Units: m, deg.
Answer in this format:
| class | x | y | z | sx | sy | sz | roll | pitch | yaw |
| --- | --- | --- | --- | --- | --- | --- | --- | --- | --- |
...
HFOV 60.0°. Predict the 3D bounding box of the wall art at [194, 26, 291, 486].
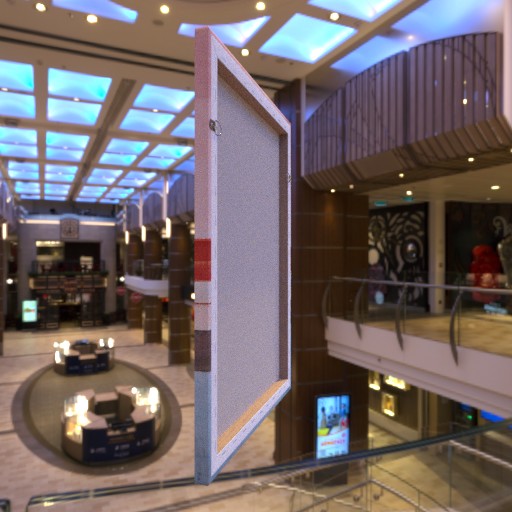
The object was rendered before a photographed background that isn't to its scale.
| class | x | y | z | sx | sy | sz | roll | pitch | yaw |
| --- | --- | --- | --- | --- | --- | --- | --- | --- | --- |
| wall art | 0.000 | 0.000 | 1.344 | 0.039 | 1.016 | 0.761 | 0 | 0 | 18 |
